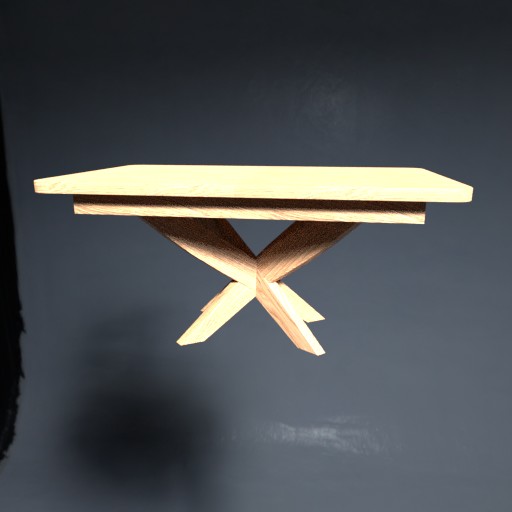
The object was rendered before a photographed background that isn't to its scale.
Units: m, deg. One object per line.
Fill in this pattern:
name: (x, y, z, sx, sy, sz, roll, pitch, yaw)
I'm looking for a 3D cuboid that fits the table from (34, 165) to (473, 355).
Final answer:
table: (0.000, 0.000, 2.099, 1.600, 0.770, 0.950, 2, 16, 9)
